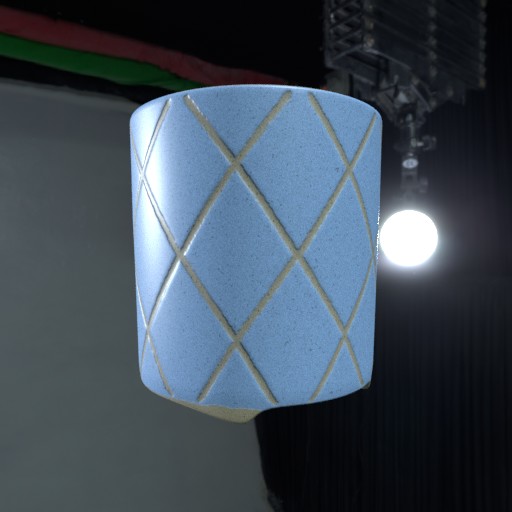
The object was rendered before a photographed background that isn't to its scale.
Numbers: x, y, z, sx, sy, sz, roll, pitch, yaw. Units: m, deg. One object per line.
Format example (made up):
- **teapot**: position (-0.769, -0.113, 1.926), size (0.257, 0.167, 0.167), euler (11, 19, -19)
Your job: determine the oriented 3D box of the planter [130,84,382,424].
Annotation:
- **planter**: position (0.000, 0.000, 0.349), size (0.191, 0.200, 0.191), euler (0, 1, 0)
